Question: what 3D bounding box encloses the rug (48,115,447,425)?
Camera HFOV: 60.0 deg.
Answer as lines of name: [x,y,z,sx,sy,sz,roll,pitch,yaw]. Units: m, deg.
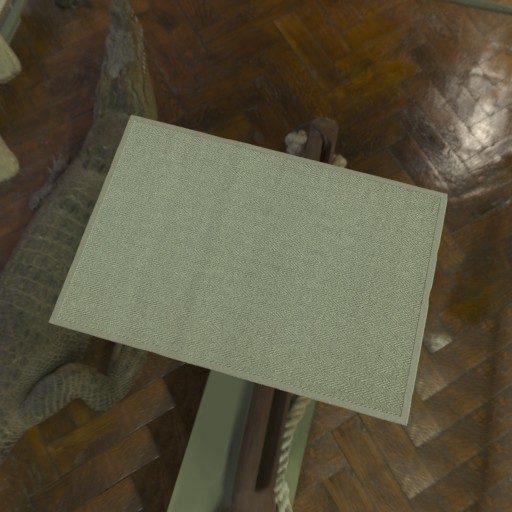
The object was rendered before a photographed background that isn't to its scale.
rug: [0.000,0.000,2.905,2.290,0.021,1.540,15,76,4]
